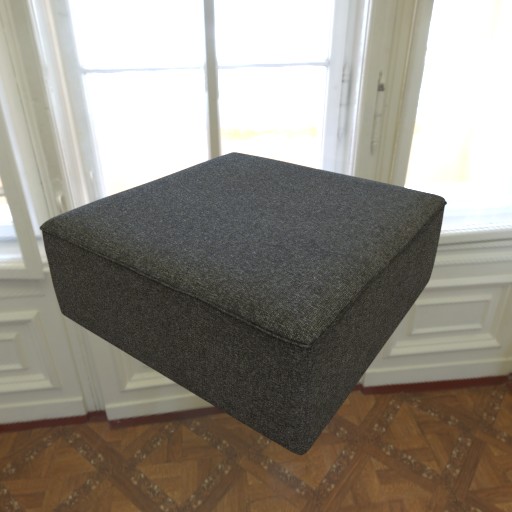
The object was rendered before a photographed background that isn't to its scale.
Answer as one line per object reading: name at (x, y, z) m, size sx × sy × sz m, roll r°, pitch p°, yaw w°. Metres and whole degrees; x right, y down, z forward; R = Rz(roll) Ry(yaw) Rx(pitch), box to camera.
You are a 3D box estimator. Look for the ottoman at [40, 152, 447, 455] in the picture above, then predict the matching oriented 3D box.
ottoman at (0.000, 0.000, 1.583) m, size 1.017 × 0.423 × 1.021 m, roll 20°, pitch 35°, yaw 31°
